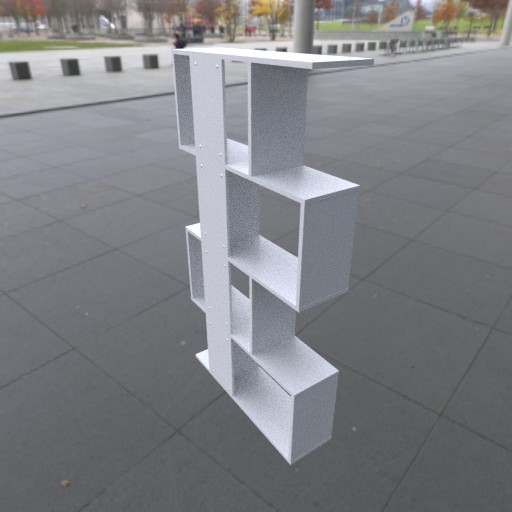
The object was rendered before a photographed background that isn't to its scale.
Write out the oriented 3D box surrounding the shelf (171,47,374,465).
[{"bbox_3d":[0.000,0.000,1.981,0.250,1.650,0.890,-18,33,-31],"label":"shelf"}]
